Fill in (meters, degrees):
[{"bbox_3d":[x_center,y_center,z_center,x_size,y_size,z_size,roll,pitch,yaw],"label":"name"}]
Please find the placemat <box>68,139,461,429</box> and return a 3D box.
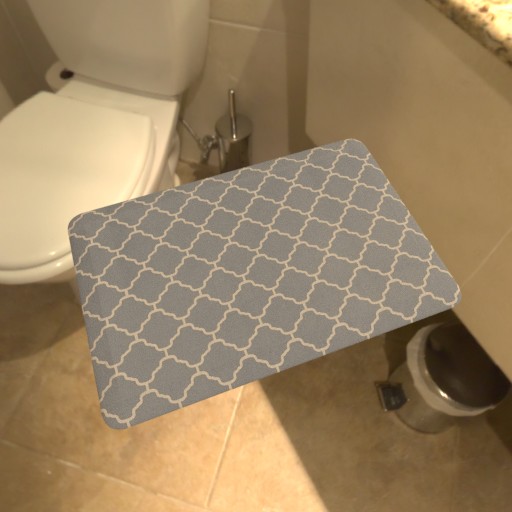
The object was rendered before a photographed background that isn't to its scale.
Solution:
[{"bbox_3d":[0.000,0.000,0.975,0.762,0.021,0.508,-18,61,-10],"label":"placemat"}]
